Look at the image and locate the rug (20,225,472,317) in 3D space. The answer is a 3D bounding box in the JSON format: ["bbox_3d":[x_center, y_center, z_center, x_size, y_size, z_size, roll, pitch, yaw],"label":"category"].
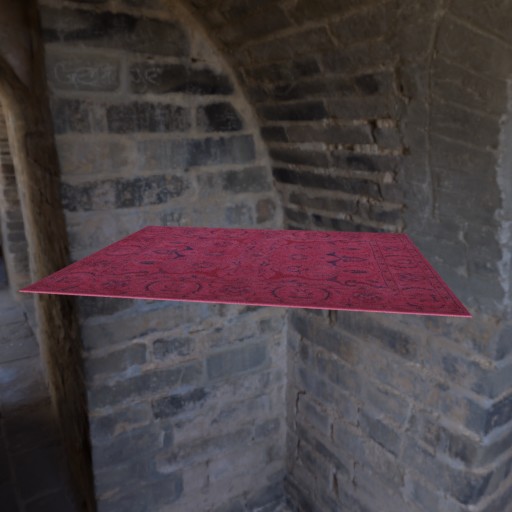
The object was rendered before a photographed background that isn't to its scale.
[{"bbox_3d":[0.000,0.000,3.915,2.929,0.012,2.300,2,15,8],"label":"rug"}]
